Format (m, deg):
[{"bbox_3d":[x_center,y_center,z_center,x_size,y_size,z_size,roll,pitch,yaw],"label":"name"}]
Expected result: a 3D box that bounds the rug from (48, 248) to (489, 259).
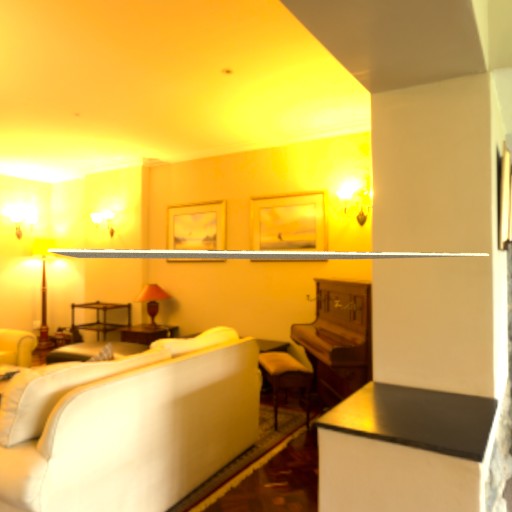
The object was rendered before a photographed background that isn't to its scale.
[{"bbox_3d":[0.000,0.000,2.864,2.275,0.014,1.514,0,-1,-18],"label":"rug"}]
